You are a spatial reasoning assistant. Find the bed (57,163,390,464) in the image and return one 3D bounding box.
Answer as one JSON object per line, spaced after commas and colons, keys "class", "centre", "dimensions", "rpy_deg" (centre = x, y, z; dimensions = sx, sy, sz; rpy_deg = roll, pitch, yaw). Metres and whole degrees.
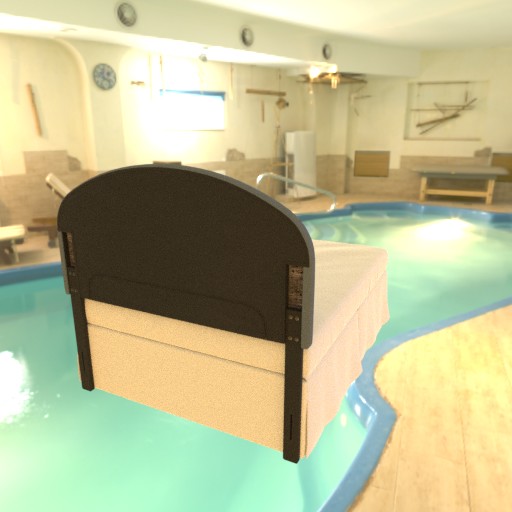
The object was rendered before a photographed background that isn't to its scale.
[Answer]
{"class": "bed", "centre": [0.000, 0.000, 3.123], "dimensions": [1.607, 1.410, 2.005], "rpy_deg": [8, 18, 26]}
